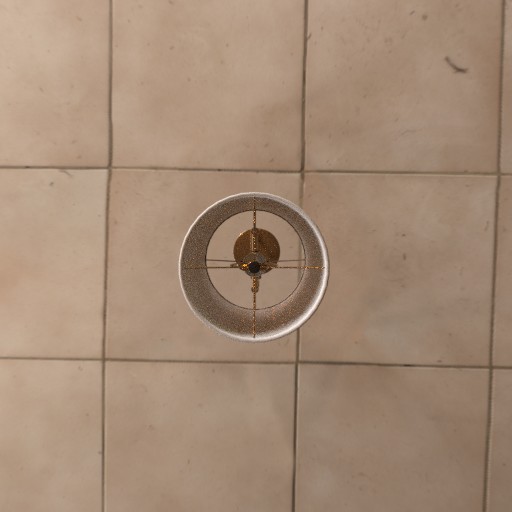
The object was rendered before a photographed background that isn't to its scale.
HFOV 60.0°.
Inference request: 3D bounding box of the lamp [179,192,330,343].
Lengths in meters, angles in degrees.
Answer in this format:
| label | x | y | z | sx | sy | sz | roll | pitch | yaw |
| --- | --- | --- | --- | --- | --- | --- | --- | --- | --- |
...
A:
| label | x | y | z | sx | sy | sz | roll | pitch | yaw |
| --- | --- | --- | --- | --- | --- | --- | --- | --- | --- |
| lamp | 0.000 | 0.000 | 1.644 | 0.305 | 1.500 | 0.306 | 0 | 92 | 0 |
